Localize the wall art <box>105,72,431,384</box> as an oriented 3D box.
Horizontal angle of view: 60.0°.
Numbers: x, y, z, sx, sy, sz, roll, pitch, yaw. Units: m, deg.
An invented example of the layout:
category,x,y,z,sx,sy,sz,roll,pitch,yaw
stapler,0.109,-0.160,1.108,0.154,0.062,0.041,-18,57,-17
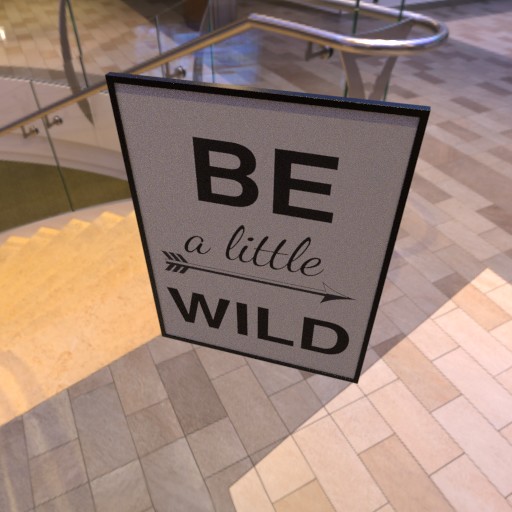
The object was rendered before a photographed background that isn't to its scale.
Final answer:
category,x,y,z,sx,sy,sz,roll,pitch,yaw
wall art,0.000,0.000,0.776,0.442,0.582,0.013,11,42,12
